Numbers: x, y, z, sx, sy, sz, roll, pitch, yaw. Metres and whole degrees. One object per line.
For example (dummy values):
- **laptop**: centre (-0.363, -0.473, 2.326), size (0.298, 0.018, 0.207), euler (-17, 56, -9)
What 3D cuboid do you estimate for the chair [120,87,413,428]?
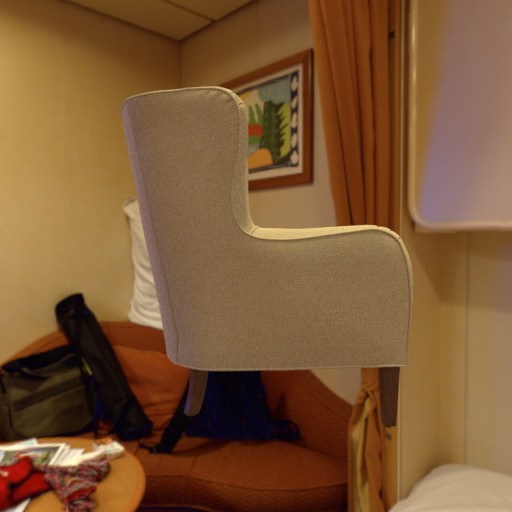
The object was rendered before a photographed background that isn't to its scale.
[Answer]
- **chair**: centre (0.000, 0.000, 1.720), size (0.966, 1.040, 0.838), euler (0, 2, 0)
